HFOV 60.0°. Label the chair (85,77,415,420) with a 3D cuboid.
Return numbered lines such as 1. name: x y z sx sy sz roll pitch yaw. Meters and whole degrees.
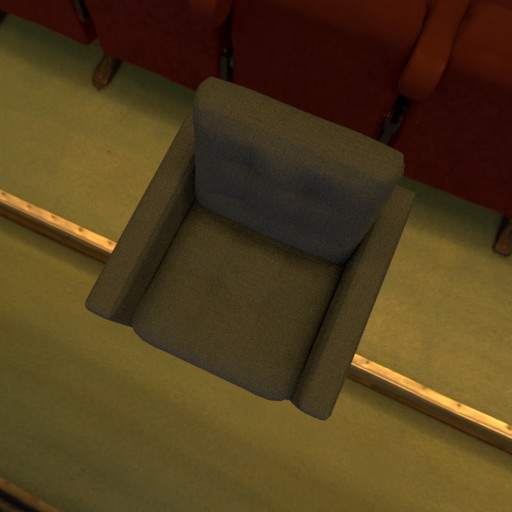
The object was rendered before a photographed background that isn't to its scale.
1. chair: 0.000 0.000 1.528 0.821 0.880 0.843 24 77 6
